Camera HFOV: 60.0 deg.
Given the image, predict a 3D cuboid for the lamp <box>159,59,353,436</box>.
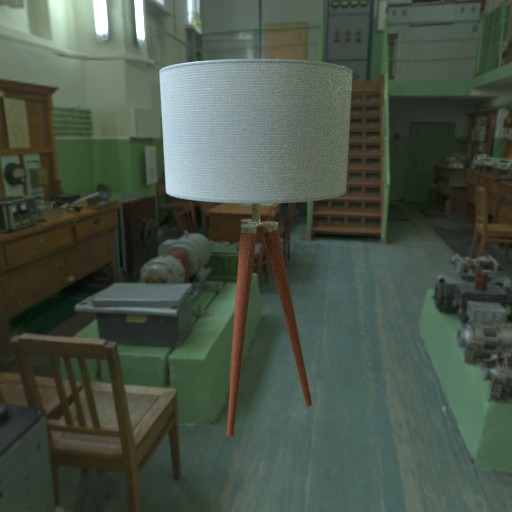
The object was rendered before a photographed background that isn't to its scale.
[{"bbox_3d":[0.000,0.000,0.926,0.354,0.709,0.355,2,16,8],"label":"lamp"}]
